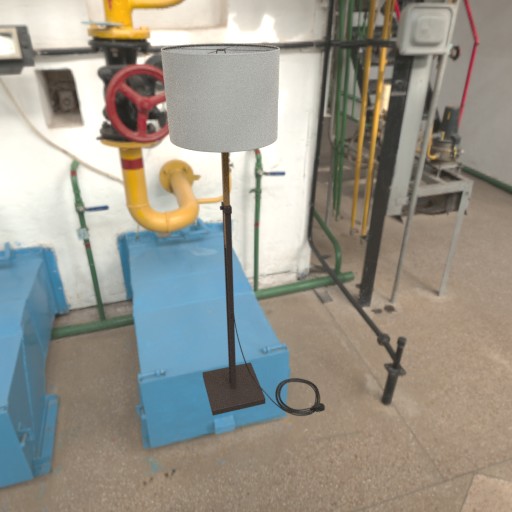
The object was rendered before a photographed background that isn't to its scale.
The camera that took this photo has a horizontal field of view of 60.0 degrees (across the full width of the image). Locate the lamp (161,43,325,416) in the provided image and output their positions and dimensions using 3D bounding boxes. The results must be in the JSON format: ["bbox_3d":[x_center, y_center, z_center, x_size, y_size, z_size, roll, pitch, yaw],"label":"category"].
[{"bbox_3d":[0.000,0.000,1.936,0.639,1.650,0.474,-8,31,-14],"label":"lamp"}]
